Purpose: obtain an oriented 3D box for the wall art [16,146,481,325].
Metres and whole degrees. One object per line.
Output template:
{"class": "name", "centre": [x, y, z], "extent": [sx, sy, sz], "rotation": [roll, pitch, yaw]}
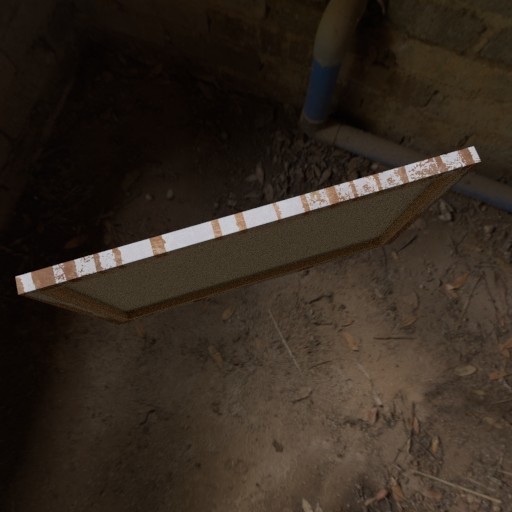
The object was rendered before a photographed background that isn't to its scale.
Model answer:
{"class": "wall art", "centre": [0.000, 0.000, 1.138], "extent": [0.914, 0.609, 0.035], "rotation": [-16, 77, -4]}
